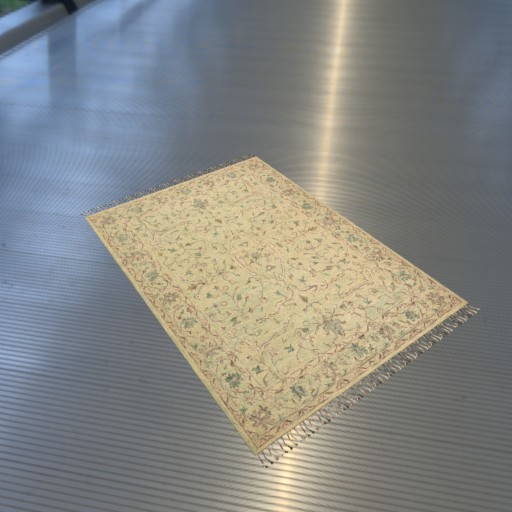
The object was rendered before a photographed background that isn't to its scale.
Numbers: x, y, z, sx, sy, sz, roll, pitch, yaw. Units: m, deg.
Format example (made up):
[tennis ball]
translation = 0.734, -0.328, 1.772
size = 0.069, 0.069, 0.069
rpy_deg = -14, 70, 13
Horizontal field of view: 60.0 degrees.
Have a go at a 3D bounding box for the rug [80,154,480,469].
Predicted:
[rug]
translation = 0.000, 0.000, 2.304
size = 1.247, 0.008, 1.802
rpy_deg = -25, 47, -26
